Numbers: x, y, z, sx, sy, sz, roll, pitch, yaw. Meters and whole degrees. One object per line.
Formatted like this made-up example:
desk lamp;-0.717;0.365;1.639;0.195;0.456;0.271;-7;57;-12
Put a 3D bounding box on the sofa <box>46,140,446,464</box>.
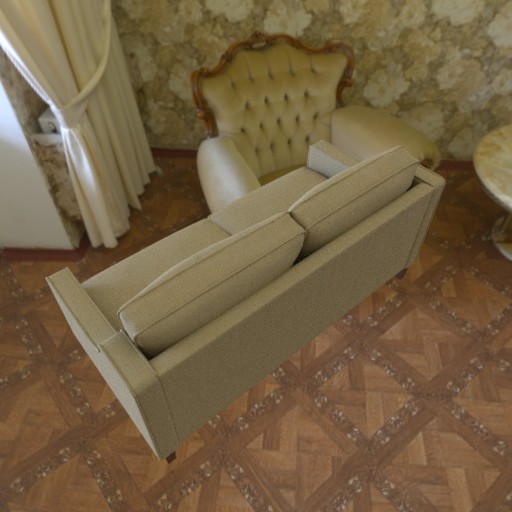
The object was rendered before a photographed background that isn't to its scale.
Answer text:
sofa;0.000;0.000;2.759;2.178;1.071;1.066;-31;53;-27
